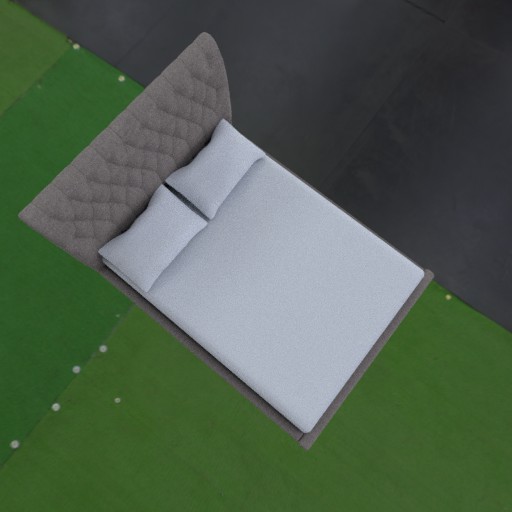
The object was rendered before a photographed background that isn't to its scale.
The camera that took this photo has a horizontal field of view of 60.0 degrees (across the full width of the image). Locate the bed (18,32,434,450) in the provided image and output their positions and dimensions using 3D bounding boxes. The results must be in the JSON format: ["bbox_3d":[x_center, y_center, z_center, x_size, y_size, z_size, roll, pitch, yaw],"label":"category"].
[{"bbox_3d":[0.000,0.000,3.177,2.252,1.371,1.645,38,78,9],"label":"bed"}]
